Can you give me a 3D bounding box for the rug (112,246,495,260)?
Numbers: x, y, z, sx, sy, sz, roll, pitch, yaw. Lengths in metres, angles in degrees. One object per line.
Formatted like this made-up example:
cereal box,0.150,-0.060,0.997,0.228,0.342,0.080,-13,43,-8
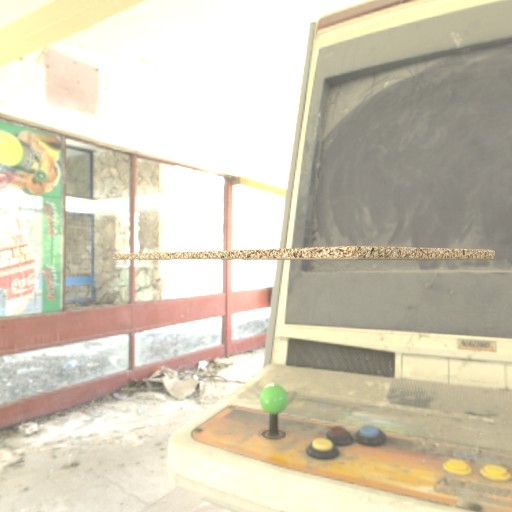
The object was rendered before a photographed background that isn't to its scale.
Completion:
rug,0.000,0.000,1.714,0.609,0.030,1.524,0,-1,-37
